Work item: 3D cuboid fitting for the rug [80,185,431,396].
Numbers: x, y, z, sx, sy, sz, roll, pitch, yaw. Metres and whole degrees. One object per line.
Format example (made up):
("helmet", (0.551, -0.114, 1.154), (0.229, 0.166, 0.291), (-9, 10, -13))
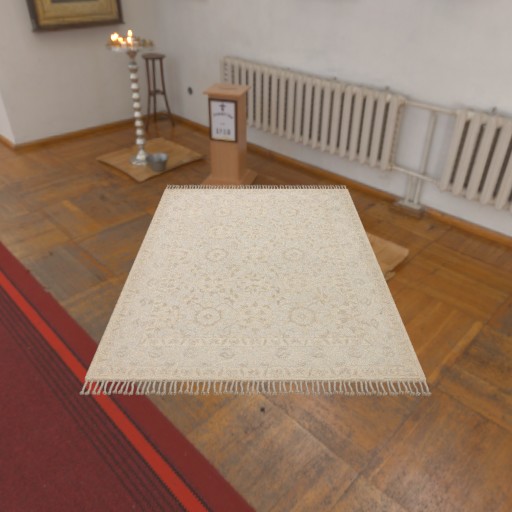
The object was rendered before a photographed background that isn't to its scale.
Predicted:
("rug", (0.000, 0.000, 2.278), (1.223, 0.015, 1.771), (0, 33, 0))
